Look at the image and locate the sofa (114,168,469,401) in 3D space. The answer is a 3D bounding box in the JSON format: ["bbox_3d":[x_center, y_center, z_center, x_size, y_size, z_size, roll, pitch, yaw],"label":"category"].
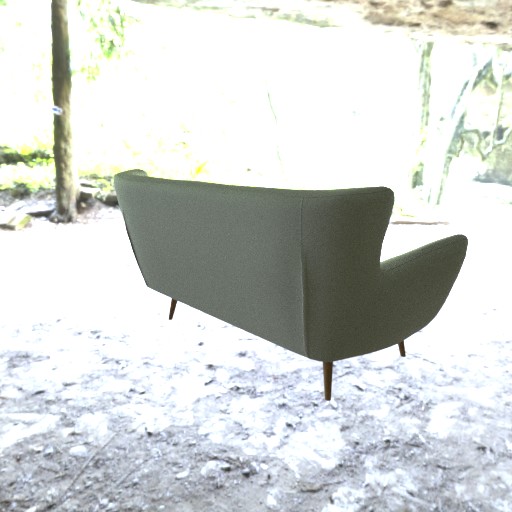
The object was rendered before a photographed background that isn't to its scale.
[{"bbox_3d":[0.000,0.000,2.417,0.899,0.890,1.930,-13,19,-41],"label":"sofa"}]
